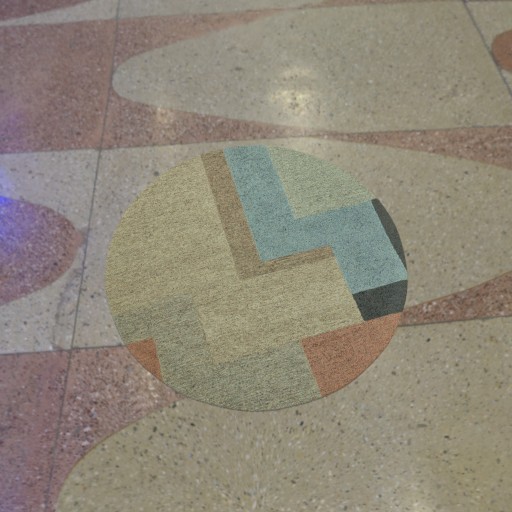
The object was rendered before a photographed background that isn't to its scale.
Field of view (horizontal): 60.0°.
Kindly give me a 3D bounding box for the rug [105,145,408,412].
[{"bbox_3d":[0.000,0.000,3.649,2.461,0.033,2.461,0,60,0],"label":"rug"}]
